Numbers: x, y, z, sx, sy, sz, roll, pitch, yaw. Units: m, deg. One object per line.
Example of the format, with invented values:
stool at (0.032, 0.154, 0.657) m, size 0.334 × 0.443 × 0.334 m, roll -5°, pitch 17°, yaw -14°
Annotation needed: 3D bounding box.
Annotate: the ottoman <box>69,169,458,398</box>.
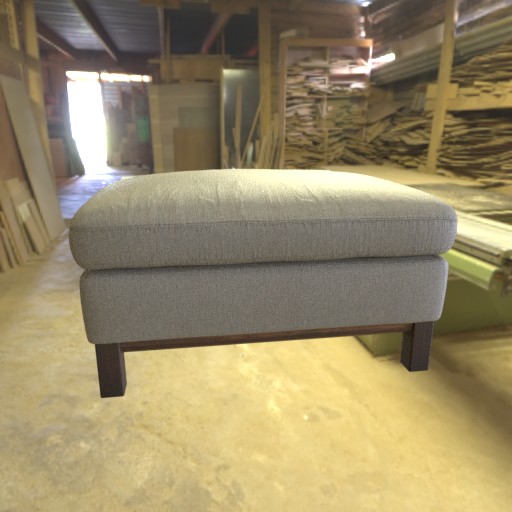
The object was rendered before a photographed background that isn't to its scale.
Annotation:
ottoman at (0.000, 0.000, 1.057) m, size 0.735 × 0.404 × 0.528 m, roll -2°, pitch 16°, yaw -8°
